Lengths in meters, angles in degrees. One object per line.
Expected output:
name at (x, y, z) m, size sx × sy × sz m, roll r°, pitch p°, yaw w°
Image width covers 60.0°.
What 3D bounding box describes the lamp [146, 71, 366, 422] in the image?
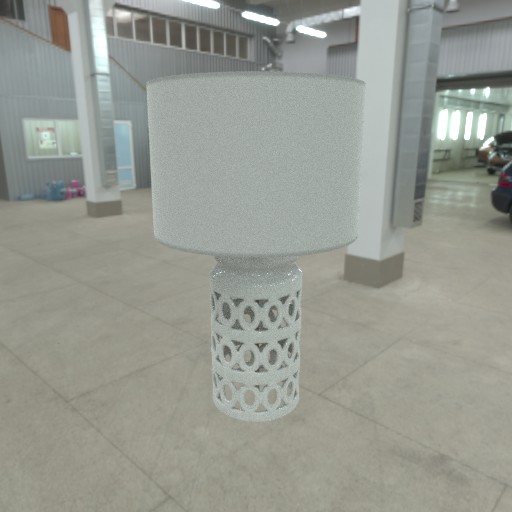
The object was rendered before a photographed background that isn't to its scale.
lamp at (0.000, 0.000, 0.699) m, size 0.310 × 0.502 × 0.310 m, roll 0°, pitch 15°, yaw 0°
